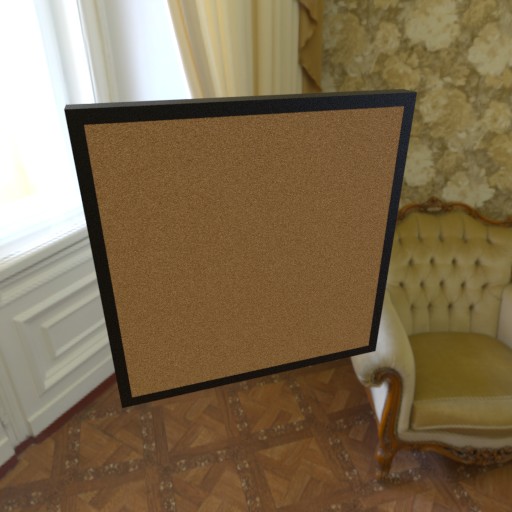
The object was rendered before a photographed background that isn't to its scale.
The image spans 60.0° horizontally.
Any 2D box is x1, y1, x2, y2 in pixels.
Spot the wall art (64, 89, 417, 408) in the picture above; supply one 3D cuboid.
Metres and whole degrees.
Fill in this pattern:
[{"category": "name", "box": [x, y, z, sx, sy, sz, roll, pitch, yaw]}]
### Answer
[{"category": "wall art", "box": [0.000, 0.000, 0.748, 0.508, 0.508, 0.038, -8, 29, -16]}]
